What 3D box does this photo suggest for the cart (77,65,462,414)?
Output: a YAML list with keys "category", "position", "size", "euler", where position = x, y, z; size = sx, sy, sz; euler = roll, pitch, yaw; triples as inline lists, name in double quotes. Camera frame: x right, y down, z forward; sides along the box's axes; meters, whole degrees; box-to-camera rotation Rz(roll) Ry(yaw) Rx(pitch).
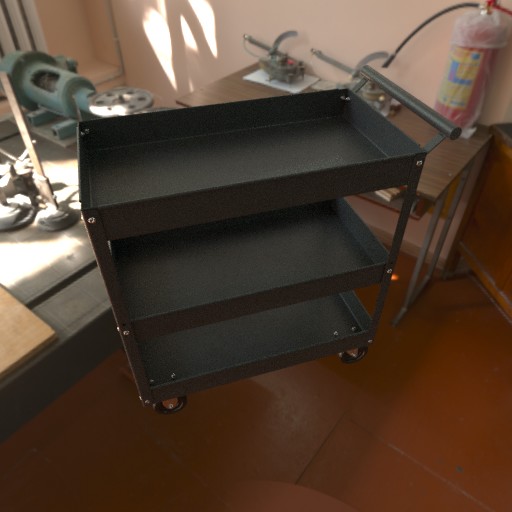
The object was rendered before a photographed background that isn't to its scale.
- category: "cart"
  position: [0.000, 0.000, 1.156]
  size: [0.719, 0.780, 0.366]
  euler: [-12, 43, -13]
